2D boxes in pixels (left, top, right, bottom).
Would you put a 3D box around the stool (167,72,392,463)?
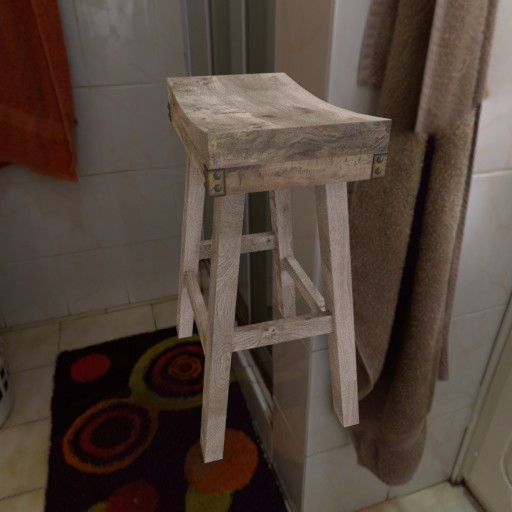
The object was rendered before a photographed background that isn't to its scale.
[{"bbox_3d":[0.000,0.000,0.911,0.330,0.635,0.450,-8,32,-14],"label":"stool"}]
